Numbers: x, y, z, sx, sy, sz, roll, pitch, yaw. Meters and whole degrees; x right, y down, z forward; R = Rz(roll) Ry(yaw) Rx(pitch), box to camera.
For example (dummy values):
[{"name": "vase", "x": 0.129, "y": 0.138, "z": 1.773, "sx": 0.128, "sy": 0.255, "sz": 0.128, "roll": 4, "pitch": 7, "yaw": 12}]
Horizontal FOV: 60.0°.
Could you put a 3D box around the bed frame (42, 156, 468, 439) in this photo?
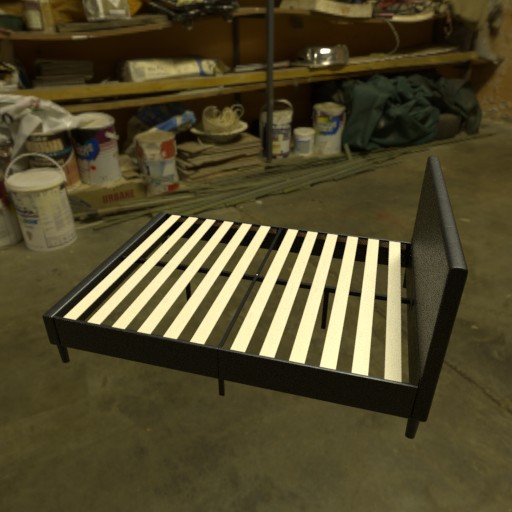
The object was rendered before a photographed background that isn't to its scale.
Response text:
[{"name": "bed frame", "x": 0.000, "y": 0.000, "z": 3.093, "sx": 2.318, "sy": 1.127, "sz": 1.634, "roll": 8, "pitch": 31, "yaw": 13}]
